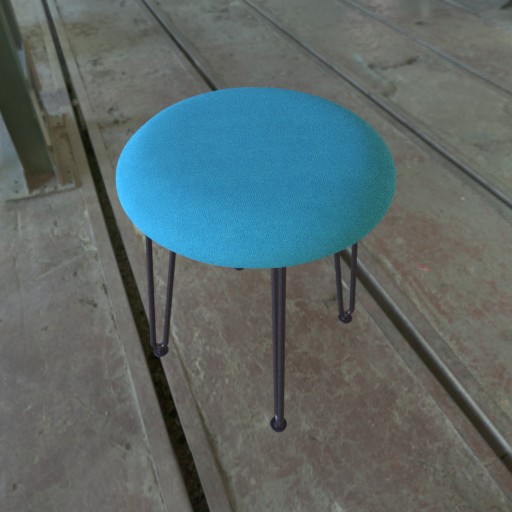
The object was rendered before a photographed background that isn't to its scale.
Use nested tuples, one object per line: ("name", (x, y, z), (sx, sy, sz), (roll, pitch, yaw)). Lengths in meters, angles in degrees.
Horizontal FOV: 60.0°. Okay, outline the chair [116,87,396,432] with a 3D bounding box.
("chair", (0.000, 0.000, 0.691), (0.350, 0.430, 0.350), (16, 48, 15))
